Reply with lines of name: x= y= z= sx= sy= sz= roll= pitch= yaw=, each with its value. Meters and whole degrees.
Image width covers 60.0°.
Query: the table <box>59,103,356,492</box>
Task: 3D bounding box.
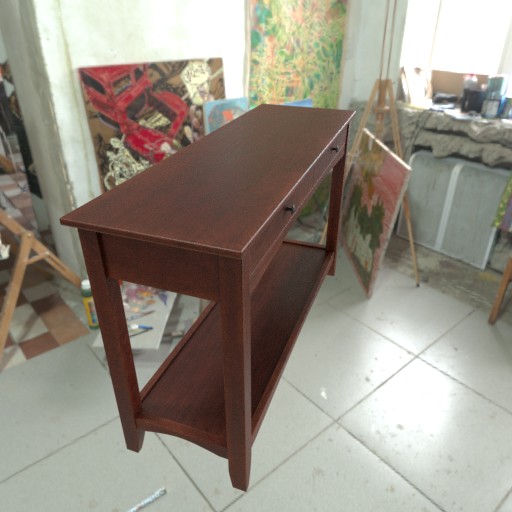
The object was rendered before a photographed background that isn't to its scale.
table: x=0.000 y=0.000 z=1.484 sx=0.392 sy=0.739 sz=1.188 roll=11 pitch=32 yaw=18
